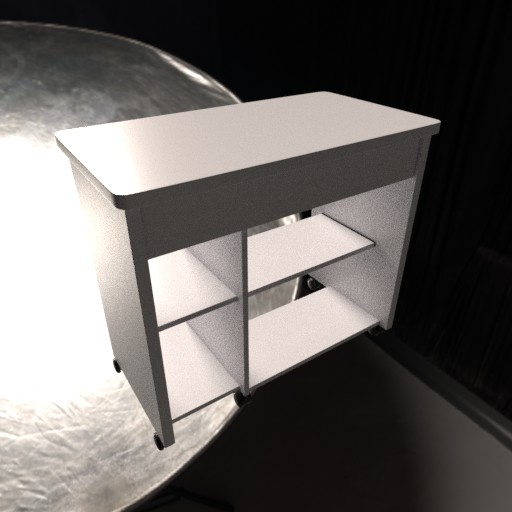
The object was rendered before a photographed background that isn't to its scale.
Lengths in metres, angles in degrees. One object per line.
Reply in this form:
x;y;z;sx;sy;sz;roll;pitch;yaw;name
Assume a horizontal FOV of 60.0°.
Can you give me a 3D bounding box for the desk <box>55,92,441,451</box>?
0.000;0.000;1.312;0.877;0.763;0.475;-19;36;-28;desk
